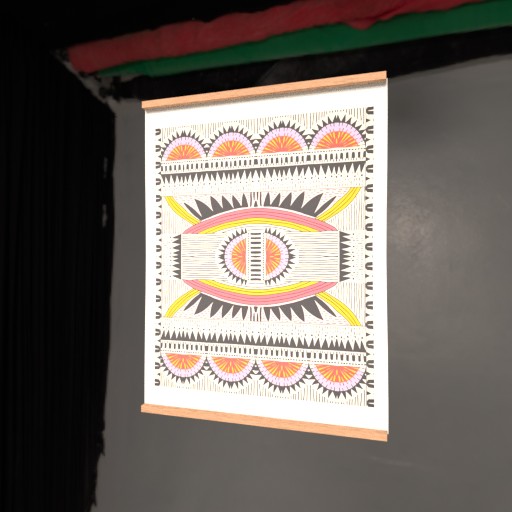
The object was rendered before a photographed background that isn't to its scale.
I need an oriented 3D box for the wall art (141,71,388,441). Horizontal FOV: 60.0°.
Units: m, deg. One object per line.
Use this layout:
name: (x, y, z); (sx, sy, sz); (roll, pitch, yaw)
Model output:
wall art: (0.000, 0.000, 0.705); (0.403, 0.527, 0.028); (0, -1, 18)
